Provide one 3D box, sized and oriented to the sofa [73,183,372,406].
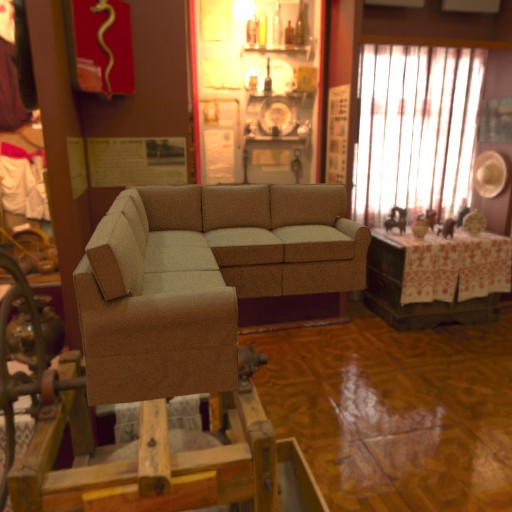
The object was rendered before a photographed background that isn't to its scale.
[{"bbox_3d":[0.000,0.000,4.008,2.623,1.081,2.618,-3,16,-11],"label":"sofa"}]
